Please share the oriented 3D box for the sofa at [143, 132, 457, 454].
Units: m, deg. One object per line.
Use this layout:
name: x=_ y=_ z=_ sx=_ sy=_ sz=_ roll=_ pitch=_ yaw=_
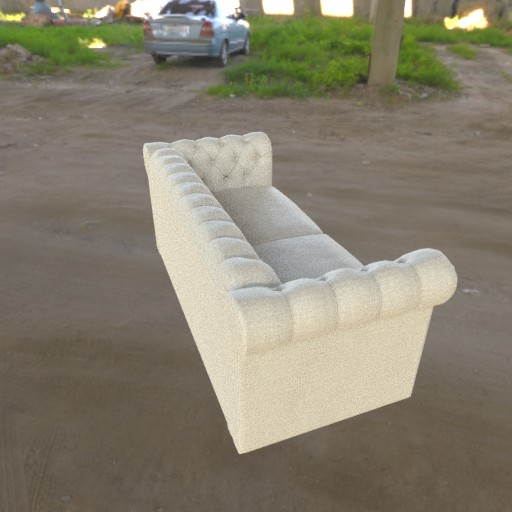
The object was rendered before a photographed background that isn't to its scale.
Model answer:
sofa: x=0.000 y=0.000 z=2.225 sx=0.783 sy=0.797 sz=1.798 roll=-11 pitch=32 yaw=-18
